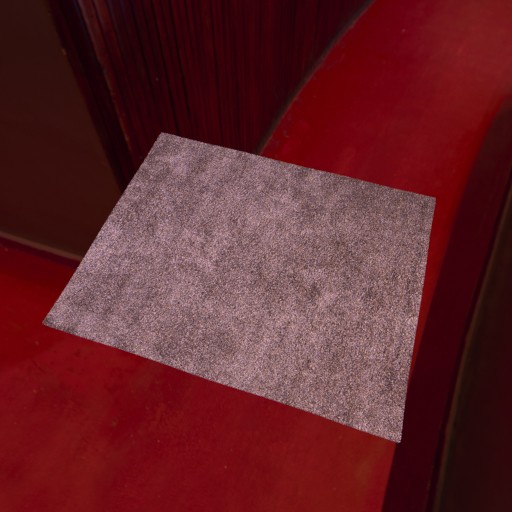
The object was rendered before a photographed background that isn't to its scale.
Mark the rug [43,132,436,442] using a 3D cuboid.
[{"bbox_3d":[0.000,0.000,4.084,3.000,0.025,2.401,16,60,9],"label":"rug"}]
